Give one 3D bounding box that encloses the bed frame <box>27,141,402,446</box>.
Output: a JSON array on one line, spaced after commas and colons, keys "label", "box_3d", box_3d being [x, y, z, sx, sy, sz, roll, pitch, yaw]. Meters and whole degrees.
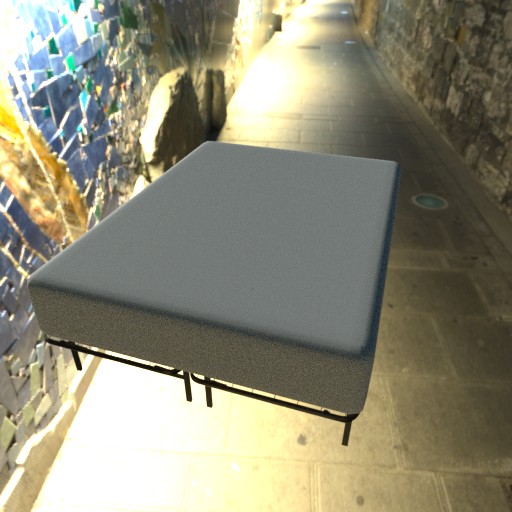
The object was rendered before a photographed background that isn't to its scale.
[{"label": "bed frame", "box_3d": [0.000, 0.000, 2.715, 1.528, 0.677, 2.037, 10, 34, 15]}]
